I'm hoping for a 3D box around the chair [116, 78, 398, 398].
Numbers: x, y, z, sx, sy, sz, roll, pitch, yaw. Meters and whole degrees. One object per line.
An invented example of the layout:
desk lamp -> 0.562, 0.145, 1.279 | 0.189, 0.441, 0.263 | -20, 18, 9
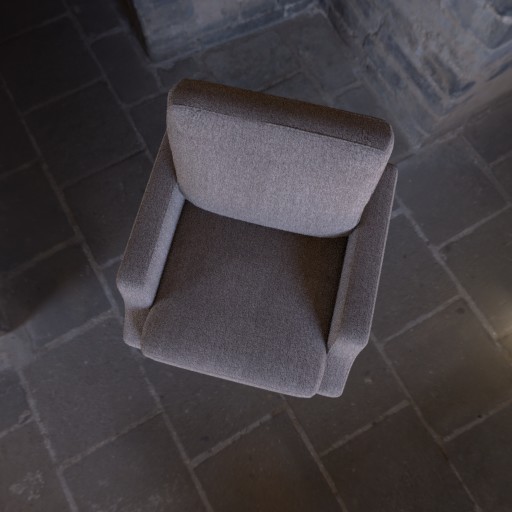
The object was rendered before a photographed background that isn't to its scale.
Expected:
chair -> 0.000, 0.000, 1.624 | 0.855, 0.993, 0.897 | 13, 75, 4
